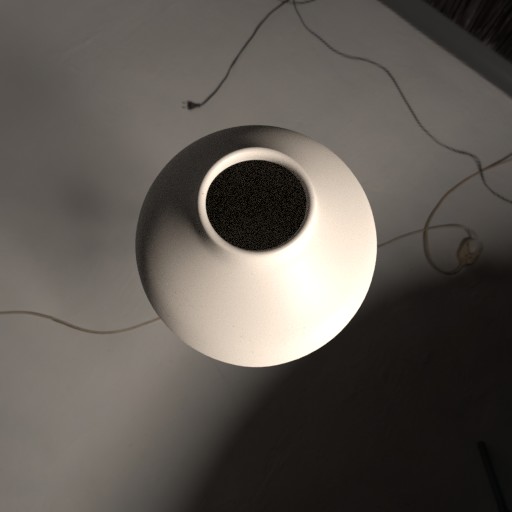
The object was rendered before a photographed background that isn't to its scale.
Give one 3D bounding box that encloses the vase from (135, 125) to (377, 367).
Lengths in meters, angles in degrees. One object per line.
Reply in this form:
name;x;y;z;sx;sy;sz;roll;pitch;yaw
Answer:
vase;0.000;0.000;0.349;0.169;0.237;0.169;0;75;0
